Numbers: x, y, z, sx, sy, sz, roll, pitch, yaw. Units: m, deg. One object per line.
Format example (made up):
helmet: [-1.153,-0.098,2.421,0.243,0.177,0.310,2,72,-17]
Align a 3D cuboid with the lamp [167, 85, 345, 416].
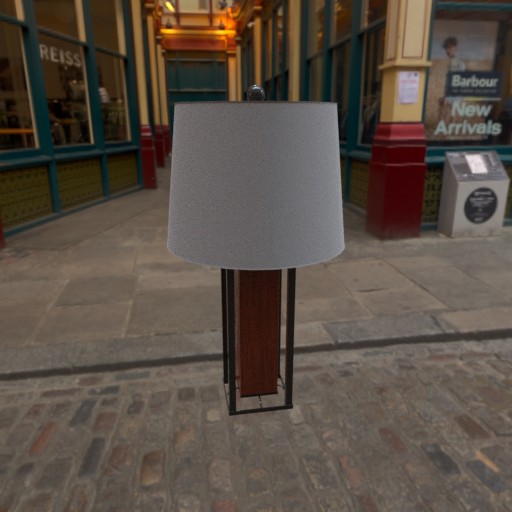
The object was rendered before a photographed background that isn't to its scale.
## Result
lamp: [0.000,0.000,0.819,0.320,0.591,0.320,0,17,0]
